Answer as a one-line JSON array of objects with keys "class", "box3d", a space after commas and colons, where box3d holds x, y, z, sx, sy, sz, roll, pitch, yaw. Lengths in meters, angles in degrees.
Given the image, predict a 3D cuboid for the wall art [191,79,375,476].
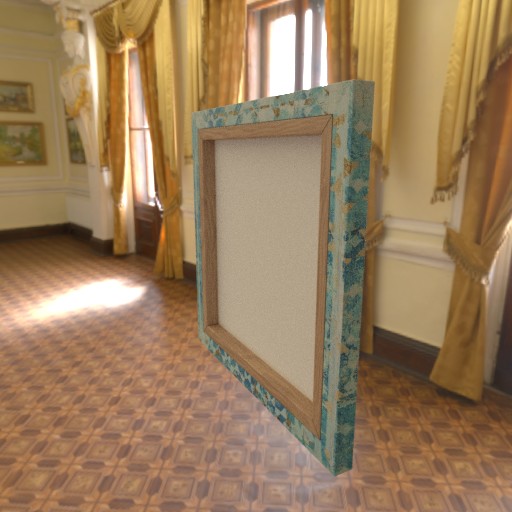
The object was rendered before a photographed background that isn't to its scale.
[{"class": "wall art", "box3d": [0.000, 0.000, 0.921, 0.040, 0.609, 0.609, -7, 15, -27]}]
